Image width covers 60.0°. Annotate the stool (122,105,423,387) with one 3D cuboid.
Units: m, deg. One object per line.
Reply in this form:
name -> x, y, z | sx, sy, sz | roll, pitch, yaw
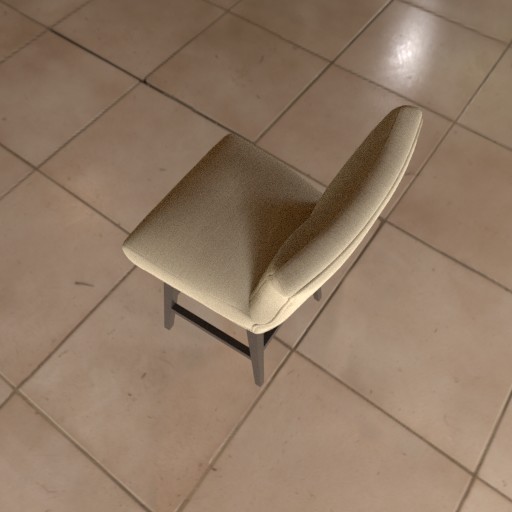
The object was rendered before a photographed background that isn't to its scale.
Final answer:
stool -> 0.000, 0.000, 1.360 | 0.574, 1.086, 0.514 | 32, 67, 15
